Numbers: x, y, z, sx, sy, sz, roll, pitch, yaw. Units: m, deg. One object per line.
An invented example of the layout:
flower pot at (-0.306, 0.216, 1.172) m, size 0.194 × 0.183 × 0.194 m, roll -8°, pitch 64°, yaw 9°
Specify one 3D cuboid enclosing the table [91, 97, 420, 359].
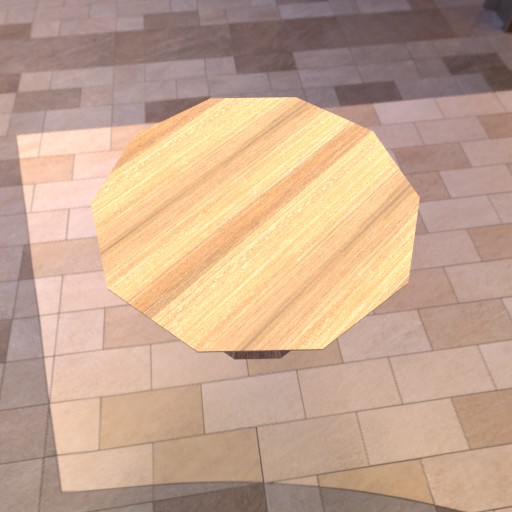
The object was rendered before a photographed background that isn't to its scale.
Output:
table at (0.000, 0.000, 1.917) m, size 1.186 × 0.752 × 1.186 m, roll 0°, pitch 58°, yaw 0°
